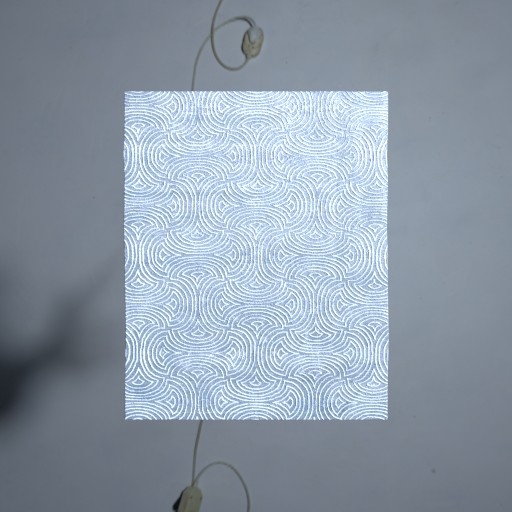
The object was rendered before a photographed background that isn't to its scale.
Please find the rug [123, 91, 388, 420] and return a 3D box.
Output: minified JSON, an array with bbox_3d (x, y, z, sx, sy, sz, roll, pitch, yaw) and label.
[{"bbox_3d":[0.000,0.000,4.109,2.456,0.021,3.042,0,90,0],"label":"rug"}]
